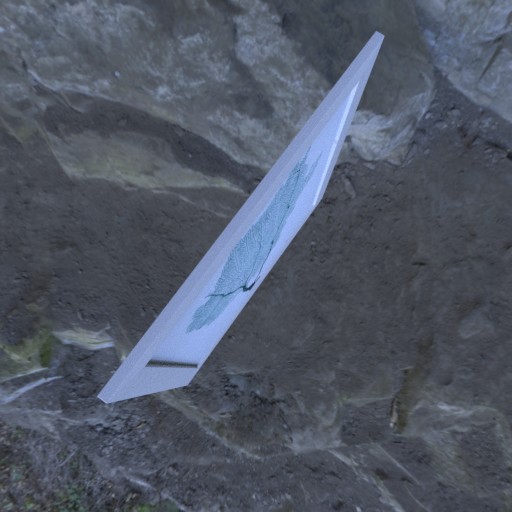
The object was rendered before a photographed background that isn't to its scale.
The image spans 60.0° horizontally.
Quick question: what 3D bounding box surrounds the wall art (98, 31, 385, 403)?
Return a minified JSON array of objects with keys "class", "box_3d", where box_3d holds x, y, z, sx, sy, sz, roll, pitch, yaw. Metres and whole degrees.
[{"class":"wall art","box_3d":[0.000,0.000,0.812,0.015,0.577,0.572,35,78,8]}]
